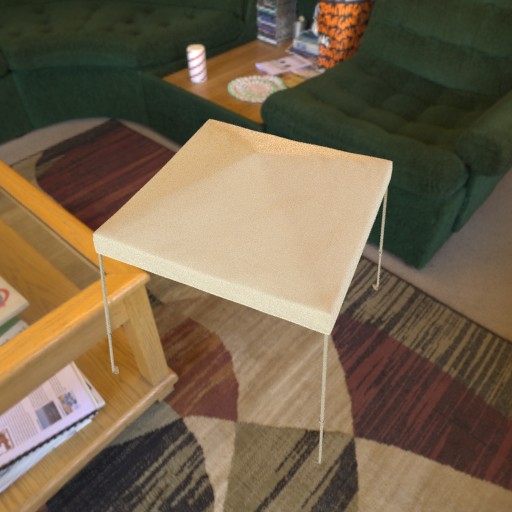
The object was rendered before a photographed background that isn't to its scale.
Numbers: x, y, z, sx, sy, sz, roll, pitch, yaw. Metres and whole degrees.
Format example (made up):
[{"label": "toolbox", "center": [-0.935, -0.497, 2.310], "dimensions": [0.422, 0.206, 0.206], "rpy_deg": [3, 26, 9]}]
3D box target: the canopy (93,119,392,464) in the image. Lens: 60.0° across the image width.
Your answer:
[{"label": "canopy", "center": [0.000, 0.000, 6.636], "dimensions": [3.599, 3.600, 3.600], "rpy_deg": [18, 49, 16]}]
